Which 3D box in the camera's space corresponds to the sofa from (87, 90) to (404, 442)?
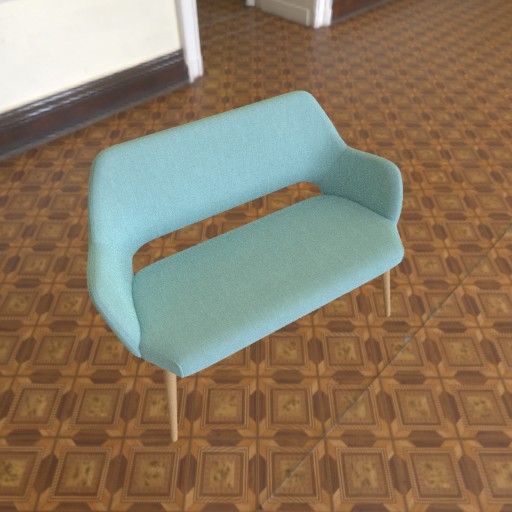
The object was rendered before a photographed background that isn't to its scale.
[{"bbox_3d":[0.000,0.000,1.614,1.150,0.840,0.610,-24,51,-21],"label":"sofa"}]
